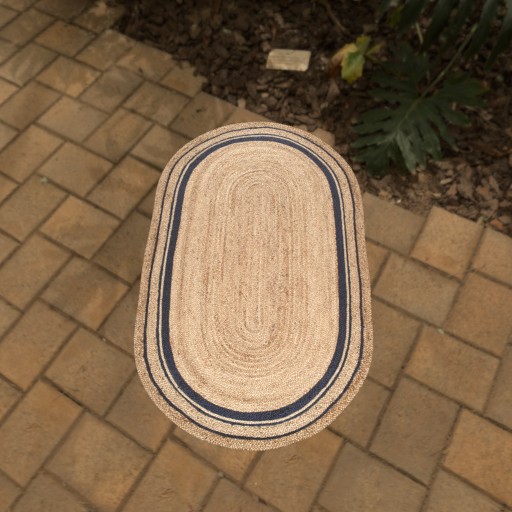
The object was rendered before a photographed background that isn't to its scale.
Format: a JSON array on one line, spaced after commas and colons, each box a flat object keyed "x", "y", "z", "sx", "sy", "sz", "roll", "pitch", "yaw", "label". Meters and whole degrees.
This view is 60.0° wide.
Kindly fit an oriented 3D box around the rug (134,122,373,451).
[{"x": 0.000, "y": 0.000, "z": 3.019, "sx": 1.520, "sy": 0.006, "sz": 2.432, "roll": 2, "pitch": 63, "yaw": 1, "label": "rug"}]
